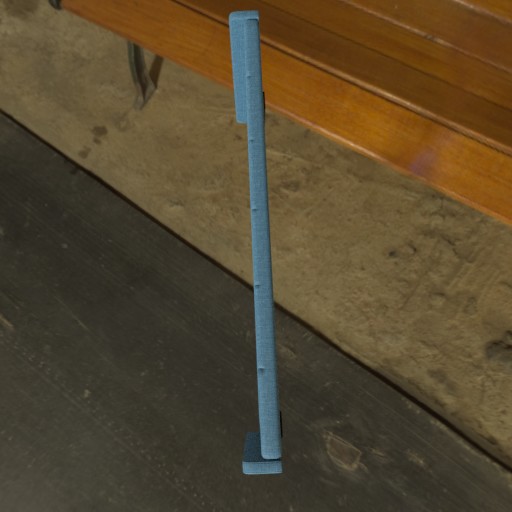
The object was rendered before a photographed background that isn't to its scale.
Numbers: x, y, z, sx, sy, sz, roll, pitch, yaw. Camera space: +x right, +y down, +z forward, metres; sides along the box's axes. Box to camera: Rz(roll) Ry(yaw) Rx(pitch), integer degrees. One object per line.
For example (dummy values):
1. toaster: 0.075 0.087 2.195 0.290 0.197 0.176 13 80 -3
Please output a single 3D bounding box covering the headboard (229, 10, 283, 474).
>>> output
1. headboard: 0.000 0.000 2.609 0.184 1.524 2.051 -2 75 -1
